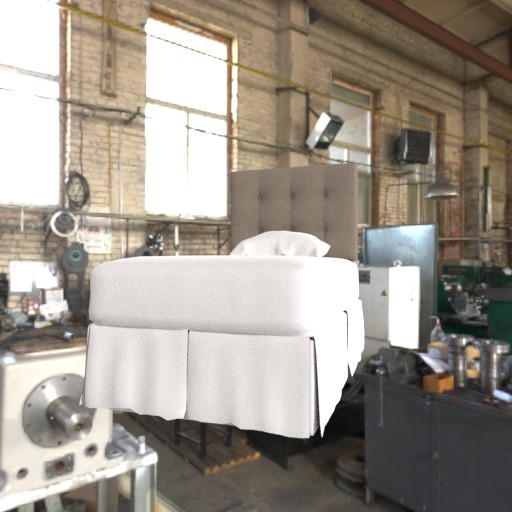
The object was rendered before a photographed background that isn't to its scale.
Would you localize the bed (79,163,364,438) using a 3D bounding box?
[{"bbox_3d":[0.000,0.000,2.981,1.261,1.571,1.997,0,-1,19],"label":"bed"}]
